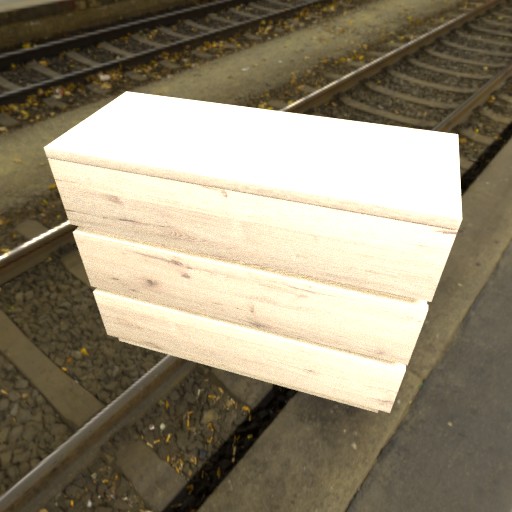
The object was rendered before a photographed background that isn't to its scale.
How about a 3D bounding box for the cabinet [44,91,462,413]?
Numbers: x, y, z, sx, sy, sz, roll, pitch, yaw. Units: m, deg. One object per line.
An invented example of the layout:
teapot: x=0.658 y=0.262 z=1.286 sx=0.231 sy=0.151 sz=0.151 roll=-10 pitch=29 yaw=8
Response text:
cabinet: x=0.000 y=0.000 z=1.464 sx=1.040 sy=0.820 sz=0.420 roll=12 pitch=42 yaw=14
